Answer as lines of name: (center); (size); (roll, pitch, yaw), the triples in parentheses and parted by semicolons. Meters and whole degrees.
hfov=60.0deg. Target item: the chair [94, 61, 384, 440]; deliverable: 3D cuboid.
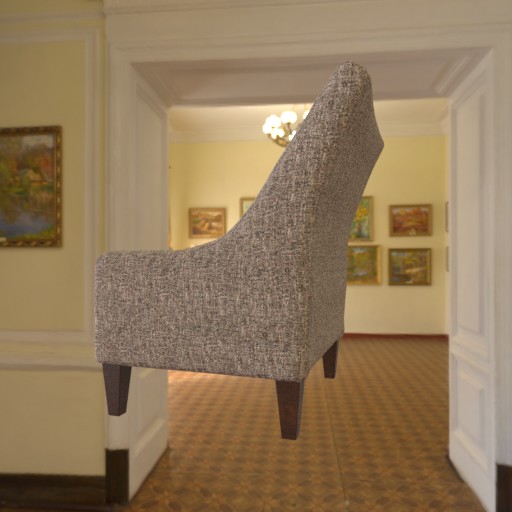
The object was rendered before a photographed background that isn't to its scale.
chair: (0.000, 0.000, 1.621); (0.870, 1.014, 0.774); (0, -1, 19)
